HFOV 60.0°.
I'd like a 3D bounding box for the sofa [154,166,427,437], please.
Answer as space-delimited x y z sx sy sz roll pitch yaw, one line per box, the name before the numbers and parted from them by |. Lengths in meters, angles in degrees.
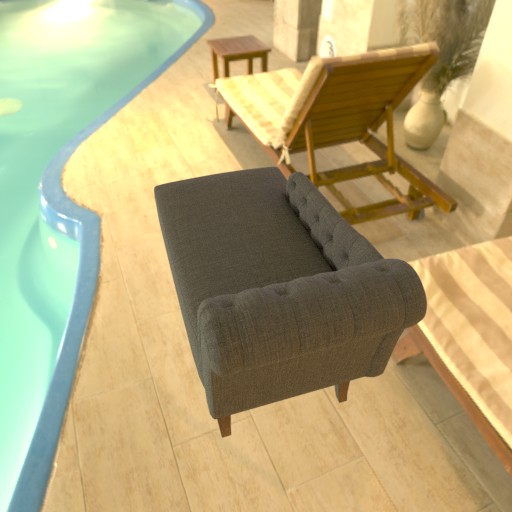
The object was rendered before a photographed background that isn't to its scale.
sofa | 0.000 0.000 1.820 0.675 0.787 1.379 -12 43 -13
